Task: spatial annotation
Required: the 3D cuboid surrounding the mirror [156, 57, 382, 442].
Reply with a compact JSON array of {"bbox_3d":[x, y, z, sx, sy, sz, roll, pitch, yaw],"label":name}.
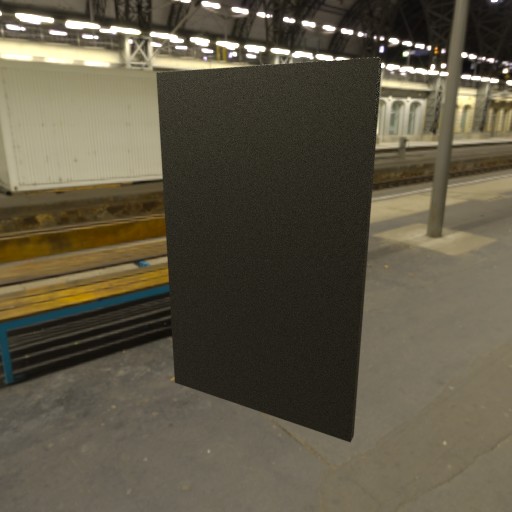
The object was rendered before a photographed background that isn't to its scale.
[{"bbox_3d":[0.000,0.000,1.540,0.762,1.219,0.038,9,19,27],"label":"mirror"}]
